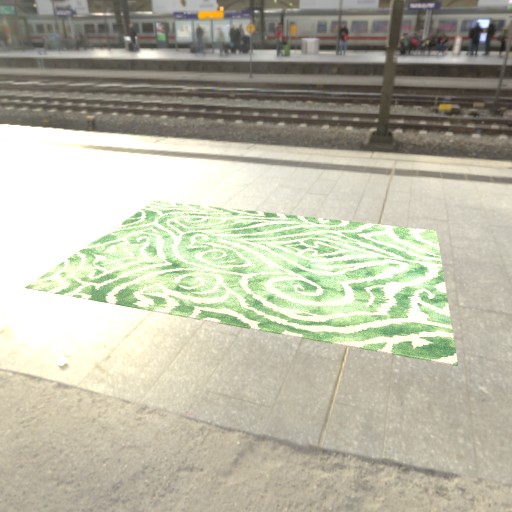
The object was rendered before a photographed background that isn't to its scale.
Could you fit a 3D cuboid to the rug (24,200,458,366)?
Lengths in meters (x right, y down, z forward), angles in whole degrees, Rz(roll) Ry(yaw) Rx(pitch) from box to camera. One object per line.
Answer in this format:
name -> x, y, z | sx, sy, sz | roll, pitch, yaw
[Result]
rug -> 0.000, 0.000, 2.290 | 1.826, 0.006, 1.220 | 8, 28, 15
